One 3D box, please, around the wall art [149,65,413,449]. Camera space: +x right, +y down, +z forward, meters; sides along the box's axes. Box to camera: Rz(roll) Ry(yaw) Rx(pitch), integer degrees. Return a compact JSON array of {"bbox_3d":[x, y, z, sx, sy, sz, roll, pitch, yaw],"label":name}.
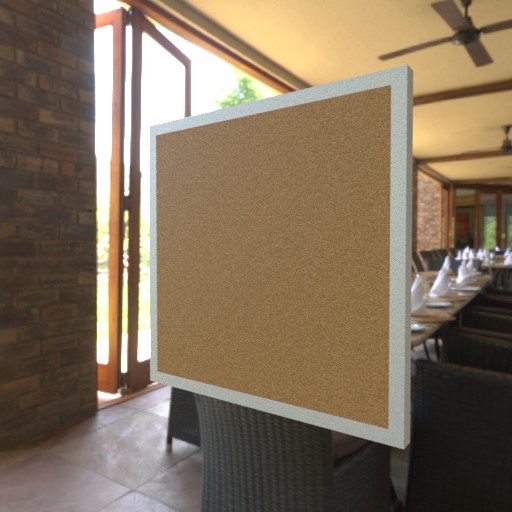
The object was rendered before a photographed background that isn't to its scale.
[{"bbox_3d":[0.000,0.000,1.117,0.762,0.762,0.038,1,2,36],"label":"wall art"}]
